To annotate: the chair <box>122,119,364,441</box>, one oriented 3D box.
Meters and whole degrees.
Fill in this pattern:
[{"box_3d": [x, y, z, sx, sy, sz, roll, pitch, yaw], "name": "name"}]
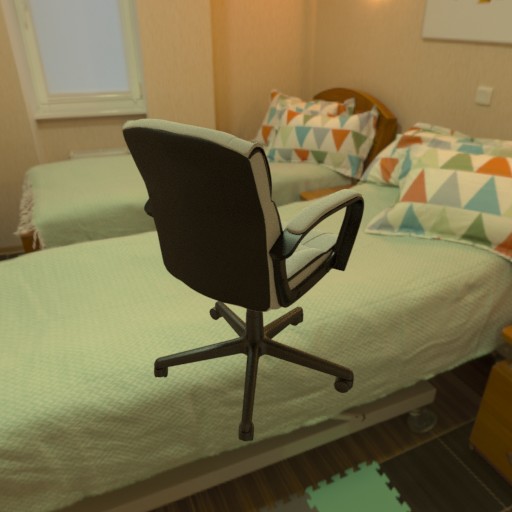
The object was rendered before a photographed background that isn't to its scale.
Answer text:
[{"box_3d": [0.000, 0.000, 1.533, 0.739, 1.004, 0.717, 19, 34, 32], "name": "chair"}]
